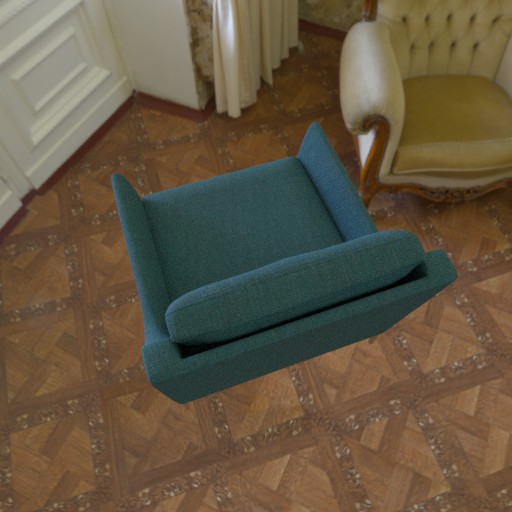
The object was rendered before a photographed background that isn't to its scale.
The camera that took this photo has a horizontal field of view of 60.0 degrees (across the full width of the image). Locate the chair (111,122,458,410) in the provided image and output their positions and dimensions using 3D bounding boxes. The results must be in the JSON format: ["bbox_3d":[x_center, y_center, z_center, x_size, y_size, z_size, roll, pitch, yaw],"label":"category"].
[{"bbox_3d":[0.000,0.000,1.560,0.847,0.828,0.849,-17,61,-10],"label":"chair"}]
